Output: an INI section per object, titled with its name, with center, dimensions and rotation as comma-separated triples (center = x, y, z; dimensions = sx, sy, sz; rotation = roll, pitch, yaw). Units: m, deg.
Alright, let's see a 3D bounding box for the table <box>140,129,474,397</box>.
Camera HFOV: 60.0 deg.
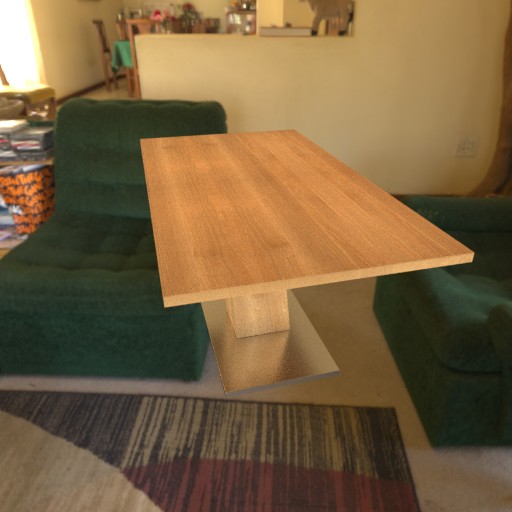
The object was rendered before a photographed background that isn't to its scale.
[table]
center = 0.000, 0.000, 2.055
dimensions = 0.900, 0.750, 1.600
rotation = -7, 30, -13
